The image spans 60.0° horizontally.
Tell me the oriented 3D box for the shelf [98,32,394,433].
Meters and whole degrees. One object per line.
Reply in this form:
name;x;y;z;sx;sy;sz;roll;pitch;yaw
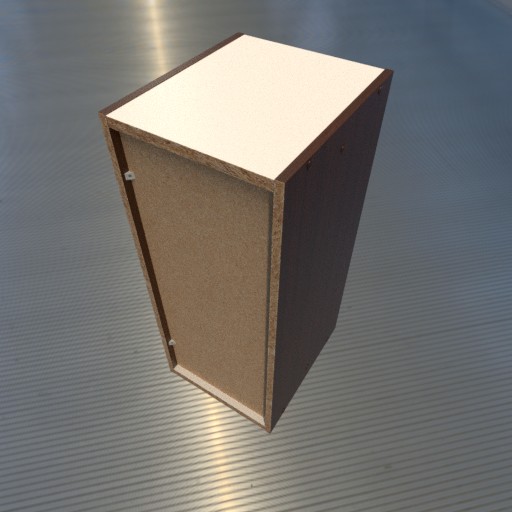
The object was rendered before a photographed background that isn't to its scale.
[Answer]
shelf;0.000;0.000;0.768;0.253;0.600;0.290;25;51;22
